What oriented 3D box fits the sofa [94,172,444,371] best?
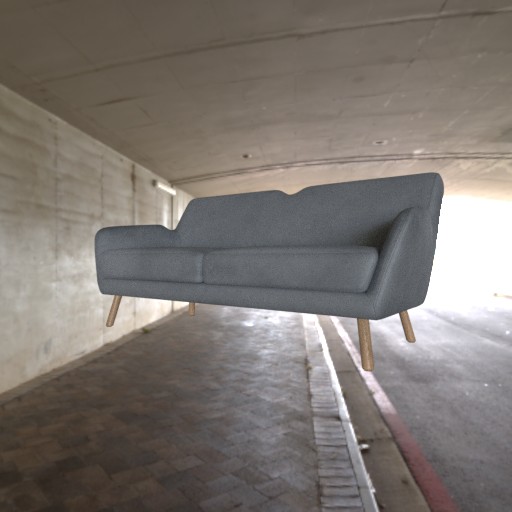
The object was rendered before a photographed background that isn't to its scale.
[{"bbox_3d":[0.000,0.000,2.340,1.870,0.810,0.850,0,0,38],"label":"sofa"}]
